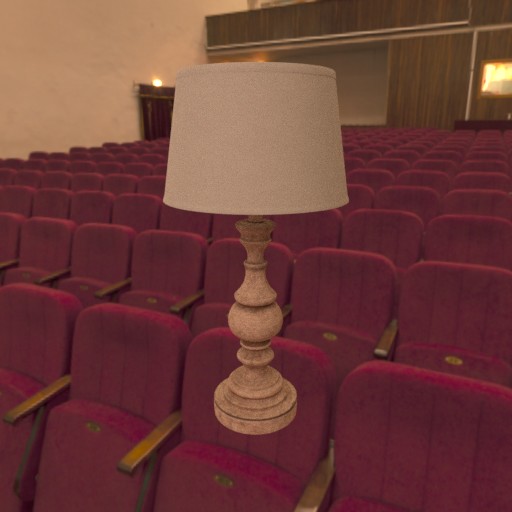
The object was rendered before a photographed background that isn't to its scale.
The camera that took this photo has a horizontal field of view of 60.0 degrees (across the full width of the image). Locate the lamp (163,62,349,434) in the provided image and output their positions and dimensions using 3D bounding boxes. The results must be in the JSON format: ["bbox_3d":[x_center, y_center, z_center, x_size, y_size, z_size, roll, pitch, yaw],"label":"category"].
[{"bbox_3d":[0.000,0.000,0.857,0.340,0.678,0.340,0,16,0],"label":"lamp"}]
